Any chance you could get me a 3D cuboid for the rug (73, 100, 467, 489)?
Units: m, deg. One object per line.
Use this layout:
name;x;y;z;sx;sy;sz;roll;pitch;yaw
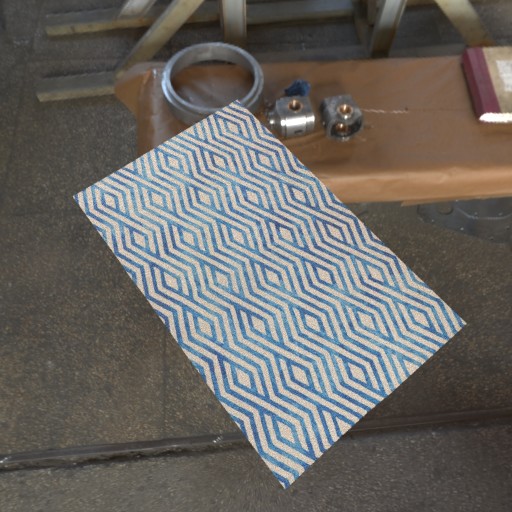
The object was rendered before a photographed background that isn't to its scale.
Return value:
rug;0.000;0.000;3.062;1.531;0.008;2.439;-36;70;-15
